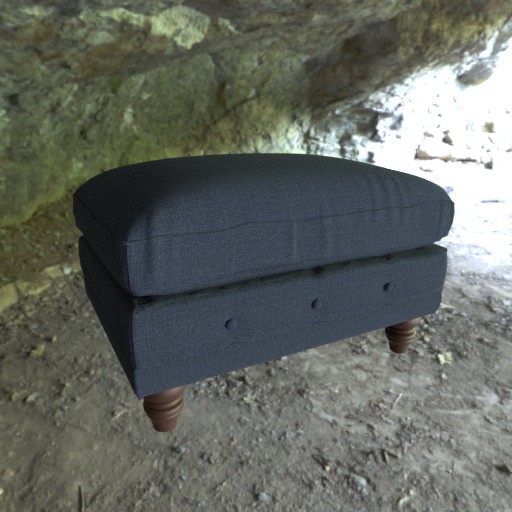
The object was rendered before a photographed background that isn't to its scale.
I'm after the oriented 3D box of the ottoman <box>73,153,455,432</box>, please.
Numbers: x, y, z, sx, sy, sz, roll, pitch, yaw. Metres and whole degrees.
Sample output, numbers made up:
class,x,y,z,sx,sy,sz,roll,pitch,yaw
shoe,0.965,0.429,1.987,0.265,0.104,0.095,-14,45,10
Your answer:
class,x,y,z,sx,sy,sz,roll,pitch,yaw
ottoman,0.000,0.000,1.100,0.767,0.486,0.558,-9,19,-27
